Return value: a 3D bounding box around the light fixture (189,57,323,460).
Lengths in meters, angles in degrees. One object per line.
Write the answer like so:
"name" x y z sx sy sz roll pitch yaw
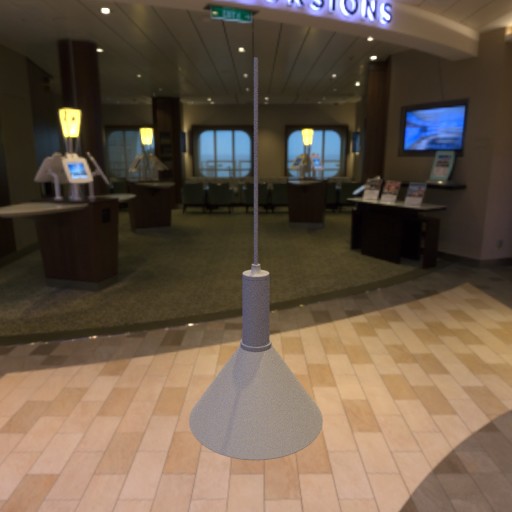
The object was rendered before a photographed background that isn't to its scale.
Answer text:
"light fixture" 0.000 0.000 0.820 0.267 0.683 0.267 12 18 43
